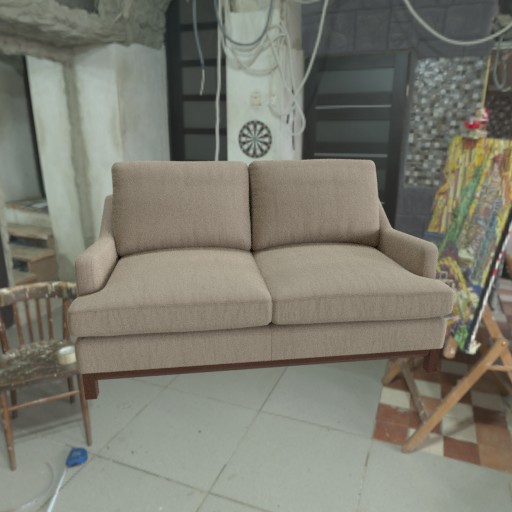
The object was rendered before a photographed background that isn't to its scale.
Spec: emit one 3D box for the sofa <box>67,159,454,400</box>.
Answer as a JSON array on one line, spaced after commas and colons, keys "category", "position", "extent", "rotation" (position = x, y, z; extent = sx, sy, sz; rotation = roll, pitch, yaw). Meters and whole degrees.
[{"category": "sofa", "position": [0.000, 0.000, 2.245], "extent": [1.619, 0.910, 1.004], "rotation": [-2, 17, -7]}]
